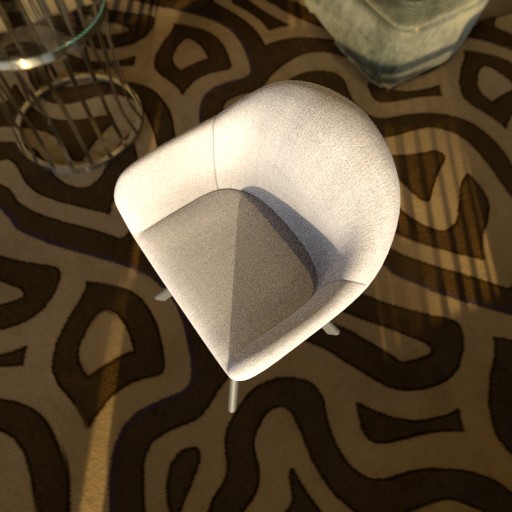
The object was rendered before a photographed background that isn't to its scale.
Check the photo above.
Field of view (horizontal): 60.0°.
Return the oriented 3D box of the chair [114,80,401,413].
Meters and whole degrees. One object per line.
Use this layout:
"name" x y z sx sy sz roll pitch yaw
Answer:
"chair" 0.000 0.000 1.206 0.550 0.795 0.590 -33 68 -15
